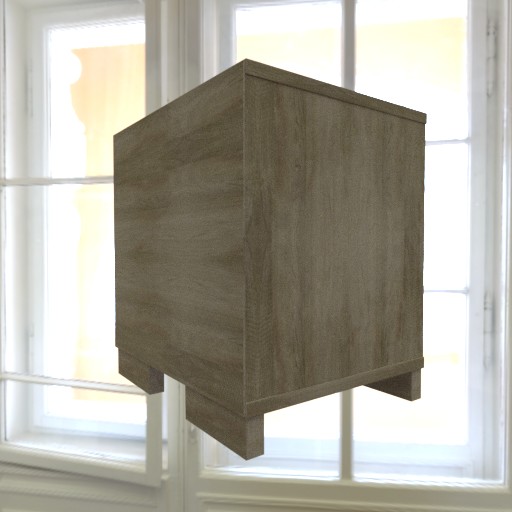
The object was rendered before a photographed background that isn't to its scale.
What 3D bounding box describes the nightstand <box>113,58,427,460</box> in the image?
[{"bbox_3d":[0.000,0.000,0.762,0.347,0.448,0.427,-1,2,-37],"label":"nightstand"}]
